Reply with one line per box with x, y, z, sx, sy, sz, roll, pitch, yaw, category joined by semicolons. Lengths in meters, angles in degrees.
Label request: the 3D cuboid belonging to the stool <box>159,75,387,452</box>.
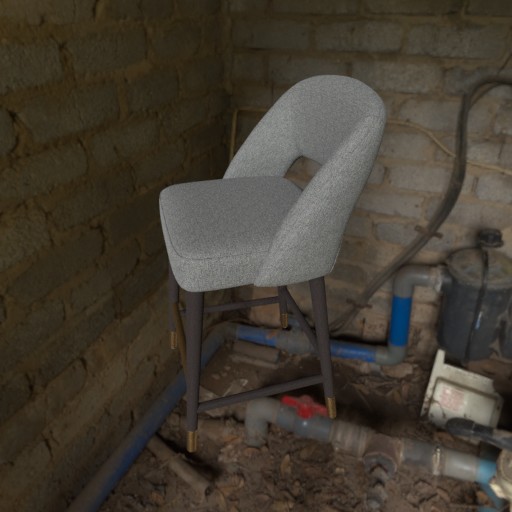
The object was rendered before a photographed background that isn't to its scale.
0.000;0.000;1.252;0.524;0.925;0.536;-8;31;-14;stool
